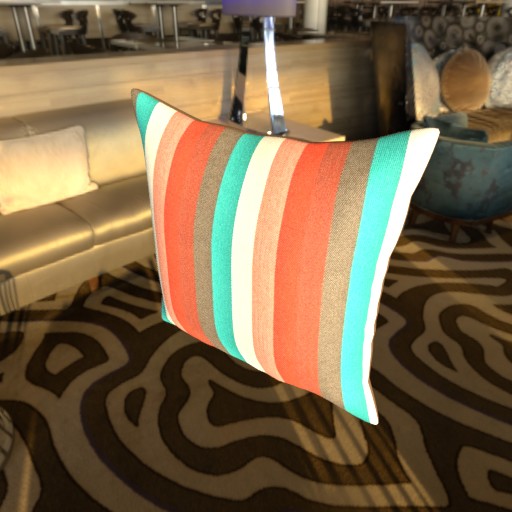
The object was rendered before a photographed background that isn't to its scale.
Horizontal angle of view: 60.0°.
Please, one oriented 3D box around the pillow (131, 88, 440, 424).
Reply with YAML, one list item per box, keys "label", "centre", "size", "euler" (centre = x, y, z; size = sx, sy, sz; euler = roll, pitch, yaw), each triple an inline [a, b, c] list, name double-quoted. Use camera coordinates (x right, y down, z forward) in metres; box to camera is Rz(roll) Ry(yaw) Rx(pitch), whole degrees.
- label: "pillow"
  centre: [0.000, 0.000, 0.669]
  size: [0.453, 0.443, 0.168]
  euler: [19, 35, 29]
